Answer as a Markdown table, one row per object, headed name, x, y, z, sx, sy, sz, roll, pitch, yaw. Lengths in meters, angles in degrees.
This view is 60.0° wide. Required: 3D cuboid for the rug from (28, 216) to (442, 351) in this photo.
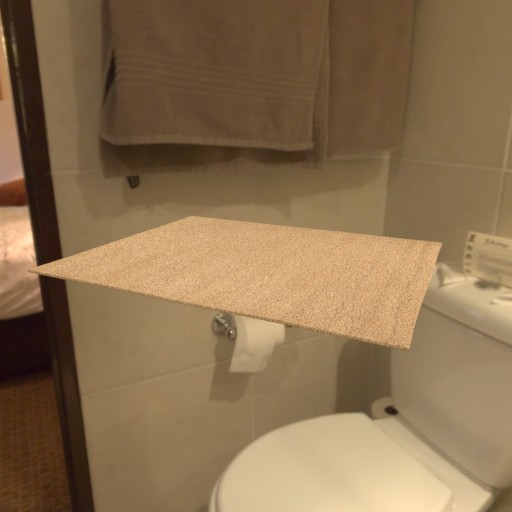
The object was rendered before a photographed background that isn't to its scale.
| name | x | y | z | sx | sy | sz | roll | pitch | yaw |
| --- | --- | --- | --- | --- | --- | --- | --- | --- | --- |
| rug | 0.000 | 0.000 | 4.050 | 3.000 | 0.026 | 2.400 | 8 | 19 | 25 |
